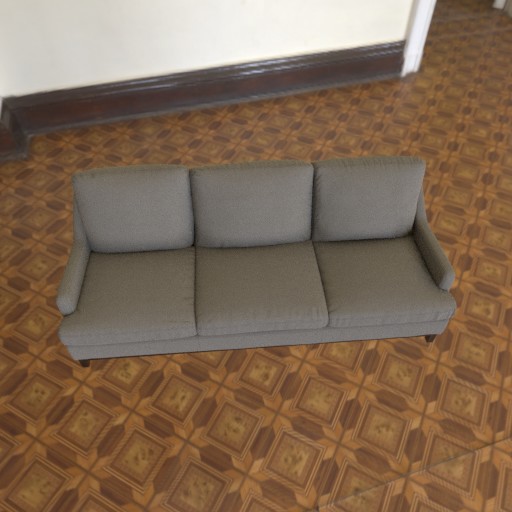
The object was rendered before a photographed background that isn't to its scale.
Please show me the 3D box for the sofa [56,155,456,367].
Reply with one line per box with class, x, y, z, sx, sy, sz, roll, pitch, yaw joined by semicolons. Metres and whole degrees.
sofa;0.000;0.000;2.833;2.344;0.926;0.987;-3;48;-3
